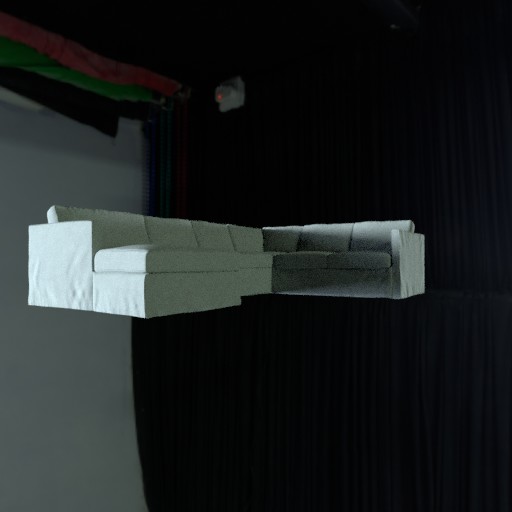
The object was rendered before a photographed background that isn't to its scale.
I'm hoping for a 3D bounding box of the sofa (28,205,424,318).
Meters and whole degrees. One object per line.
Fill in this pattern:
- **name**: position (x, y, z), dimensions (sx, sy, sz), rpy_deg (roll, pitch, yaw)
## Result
- **sofa**: position (0.000, 0.000, 4.489), dimensions (2.440, 0.869, 3.434), rpy_deg (0, -1, 35)
